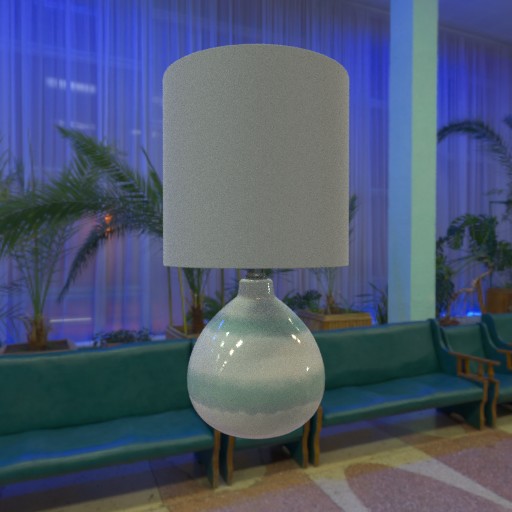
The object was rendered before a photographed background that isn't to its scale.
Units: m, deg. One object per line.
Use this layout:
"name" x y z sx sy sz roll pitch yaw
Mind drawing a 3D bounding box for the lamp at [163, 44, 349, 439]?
"lamp" 0.000 0.000 0.529 0.217 0.404 0.217 0 1 -21
